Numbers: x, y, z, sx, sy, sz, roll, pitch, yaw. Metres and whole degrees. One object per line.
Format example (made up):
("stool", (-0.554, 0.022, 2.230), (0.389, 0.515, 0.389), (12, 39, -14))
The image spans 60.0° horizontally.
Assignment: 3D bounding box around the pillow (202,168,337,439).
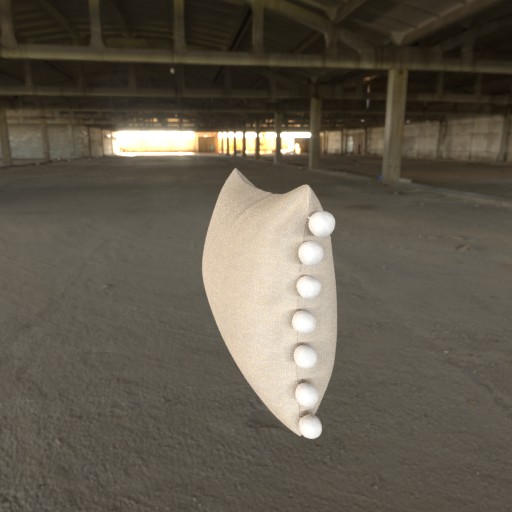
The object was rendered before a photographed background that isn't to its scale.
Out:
("pillow", (0.000, 0.000, 0.835), (0.201, 0.322, 0.709), (-2, 14, -9))
